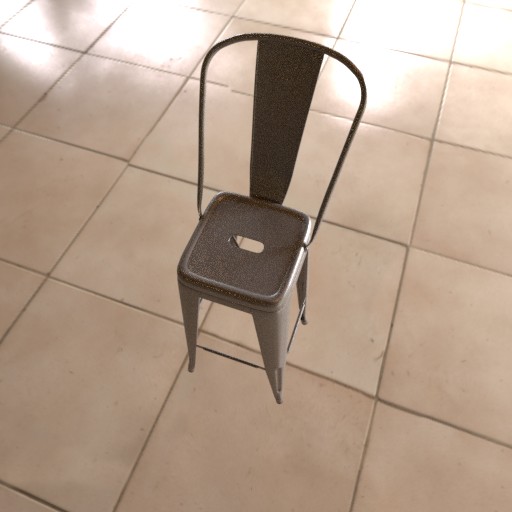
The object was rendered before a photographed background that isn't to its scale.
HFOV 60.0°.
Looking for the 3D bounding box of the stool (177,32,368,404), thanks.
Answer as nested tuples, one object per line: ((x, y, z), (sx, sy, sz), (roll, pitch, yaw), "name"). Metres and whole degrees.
((0.000, 0.000, 1.333), (0.399, 1.096, 0.513), (17, 59, 10), "stool")
